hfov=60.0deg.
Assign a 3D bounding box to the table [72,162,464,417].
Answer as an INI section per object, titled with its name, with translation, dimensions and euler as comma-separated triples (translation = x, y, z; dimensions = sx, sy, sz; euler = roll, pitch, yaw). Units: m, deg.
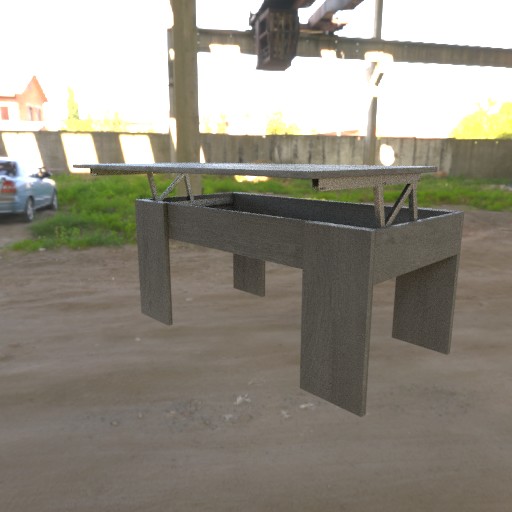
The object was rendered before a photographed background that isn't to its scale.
[table]
translation = 0.000, 0.000, 1.411
dimensions = 0.711, 0.570, 1.000
euler = -12, 18, -43
